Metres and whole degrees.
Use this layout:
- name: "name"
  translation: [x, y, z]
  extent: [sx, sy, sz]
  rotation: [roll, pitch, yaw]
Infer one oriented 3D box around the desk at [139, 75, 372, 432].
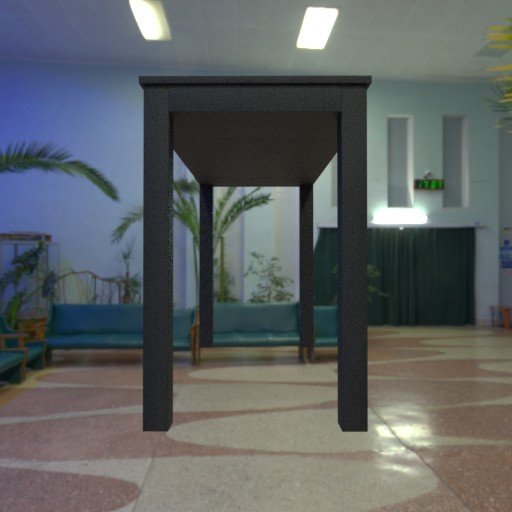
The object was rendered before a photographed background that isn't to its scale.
- name: "desk"
  translation: [0.000, 0.000, 1.440]
  extent: [0.499, 0.762, 0.991]
  rotation: [0, -1, 0]
